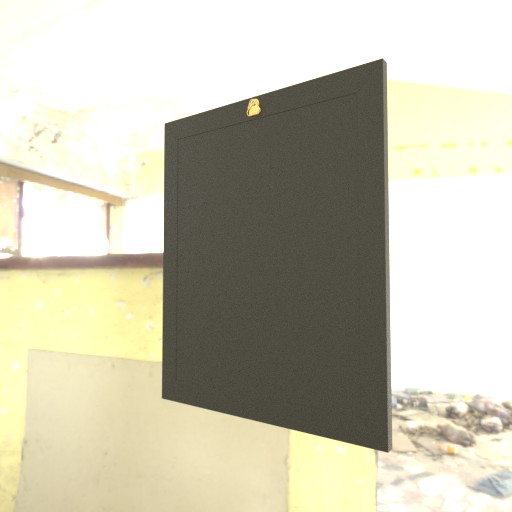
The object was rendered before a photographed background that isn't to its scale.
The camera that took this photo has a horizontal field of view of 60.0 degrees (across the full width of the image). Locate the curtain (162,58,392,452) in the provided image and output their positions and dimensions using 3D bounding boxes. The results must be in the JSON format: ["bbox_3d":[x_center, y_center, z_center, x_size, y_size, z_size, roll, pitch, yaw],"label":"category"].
[{"bbox_3d":[0.000,0.000,0.803,0.483,0.585,0.027,-2,-3,36],"label":"curtain"}]
